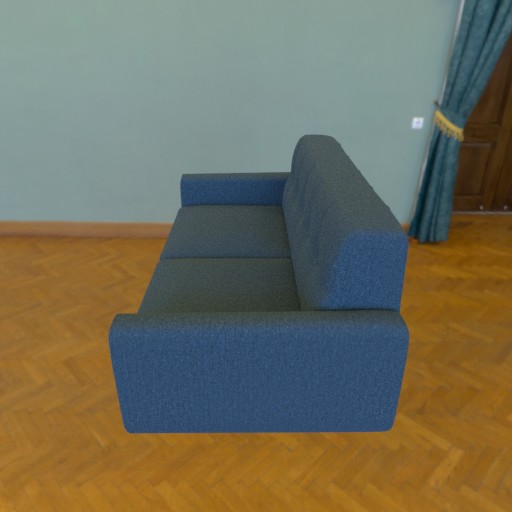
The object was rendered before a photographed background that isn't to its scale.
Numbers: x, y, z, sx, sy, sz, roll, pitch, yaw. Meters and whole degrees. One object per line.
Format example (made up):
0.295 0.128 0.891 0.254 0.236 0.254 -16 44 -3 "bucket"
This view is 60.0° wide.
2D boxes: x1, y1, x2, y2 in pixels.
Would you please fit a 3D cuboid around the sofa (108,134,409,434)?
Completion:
0.000 0.000 2.129 0.942 0.896 1.651 0 27 0 "sofa"
